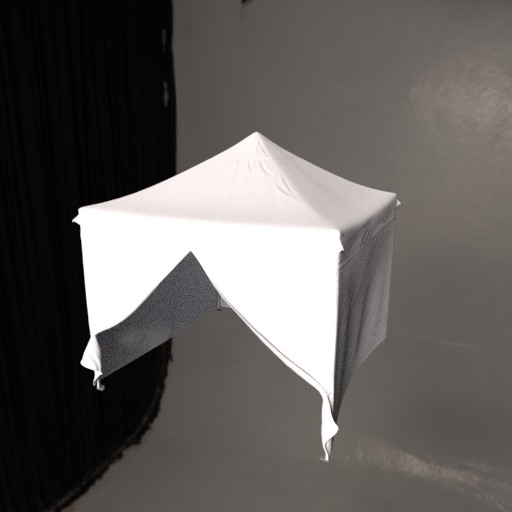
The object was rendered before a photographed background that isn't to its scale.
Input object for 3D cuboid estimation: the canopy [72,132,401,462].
[{"bbox_3d":[0.000,0.000,5.556,3.043,2.997,3.121,7,16,25],"label":"canopy"}]
